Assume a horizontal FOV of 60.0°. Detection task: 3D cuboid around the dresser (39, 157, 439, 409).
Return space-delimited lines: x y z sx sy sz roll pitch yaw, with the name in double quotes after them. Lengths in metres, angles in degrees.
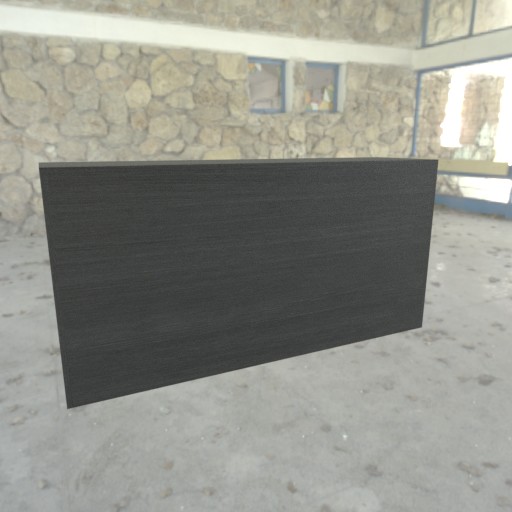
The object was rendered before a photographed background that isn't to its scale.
0.000 0.000 1.893 1.590 0.795 0.400 -7 16 -25 "dresser"
